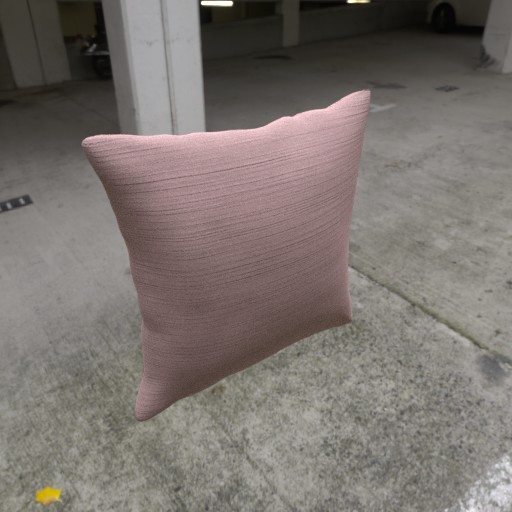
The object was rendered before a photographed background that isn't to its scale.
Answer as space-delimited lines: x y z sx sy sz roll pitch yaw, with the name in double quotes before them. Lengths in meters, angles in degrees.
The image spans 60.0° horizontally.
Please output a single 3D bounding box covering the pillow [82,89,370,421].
"pillow" 0.000 0.000 0.716 0.470 0.464 0.175 -20 36 -30
